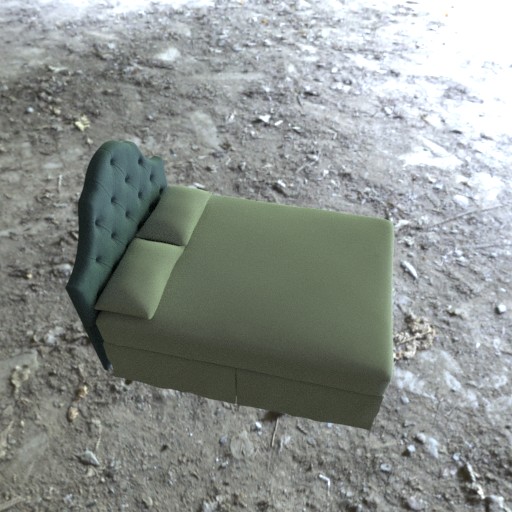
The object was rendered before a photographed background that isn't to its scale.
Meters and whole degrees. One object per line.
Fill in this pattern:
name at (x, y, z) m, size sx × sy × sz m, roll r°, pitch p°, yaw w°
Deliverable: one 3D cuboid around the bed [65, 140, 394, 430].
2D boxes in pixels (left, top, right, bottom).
bed at (0.000, 0.000, 3.341) m, size 2.155 × 1.575 × 1.636 m, roll 9°, pitch 47°, yaw 9°
